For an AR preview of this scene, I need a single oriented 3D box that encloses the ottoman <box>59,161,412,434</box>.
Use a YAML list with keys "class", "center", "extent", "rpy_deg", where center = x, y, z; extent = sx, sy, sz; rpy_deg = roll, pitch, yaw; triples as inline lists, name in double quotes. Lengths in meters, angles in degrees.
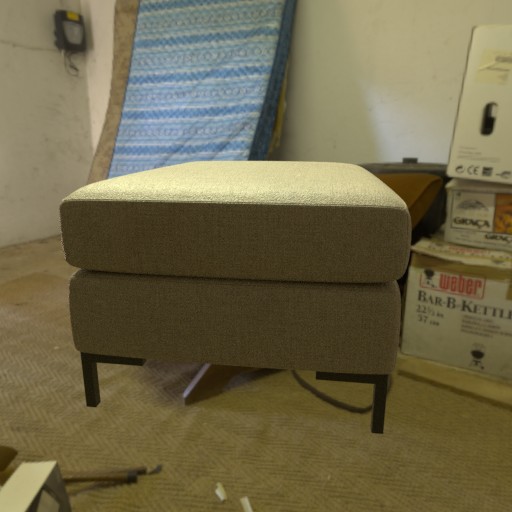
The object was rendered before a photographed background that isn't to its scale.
- class: "ottoman"
  center: [0.000, 0.000, 1.208]
  extent: [0.671, 0.490, 0.820]
  rpy_deg: [2, 15, 8]
